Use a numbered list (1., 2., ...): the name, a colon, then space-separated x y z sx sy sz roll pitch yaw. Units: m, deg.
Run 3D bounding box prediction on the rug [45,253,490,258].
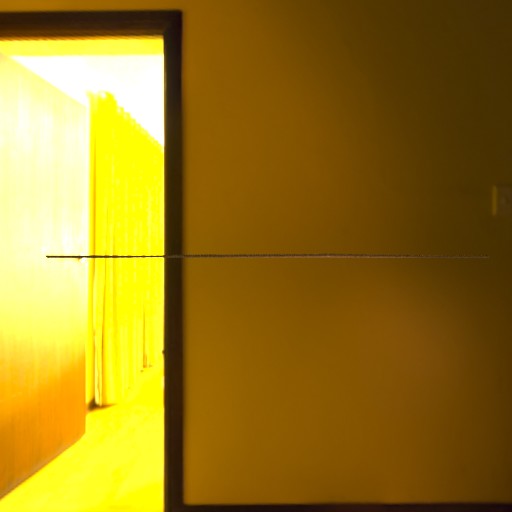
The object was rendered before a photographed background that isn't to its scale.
1. rug: 0.000 0.000 2.183 1.777 0.021 1.145 0 0 -20
